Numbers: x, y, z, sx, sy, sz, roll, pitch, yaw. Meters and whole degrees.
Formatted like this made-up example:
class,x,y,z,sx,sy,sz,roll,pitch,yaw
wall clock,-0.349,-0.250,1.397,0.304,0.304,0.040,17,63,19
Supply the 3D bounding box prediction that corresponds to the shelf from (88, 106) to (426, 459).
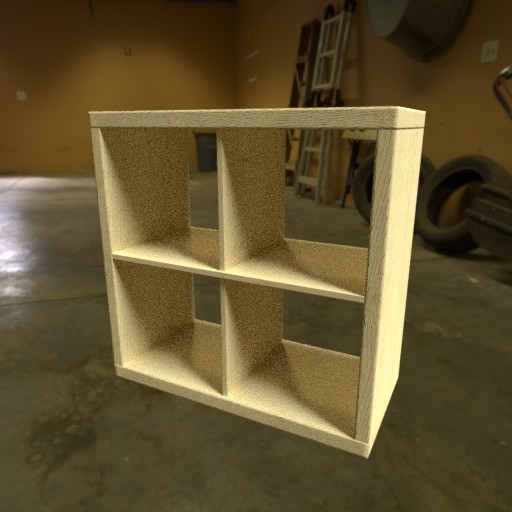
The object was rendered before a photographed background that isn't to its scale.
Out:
class,x,y,z,sx,sy,sz,roll,pitch,yaw
shelf,0.000,0.000,1.269,0.790,0.786,0.390,8,18,26
